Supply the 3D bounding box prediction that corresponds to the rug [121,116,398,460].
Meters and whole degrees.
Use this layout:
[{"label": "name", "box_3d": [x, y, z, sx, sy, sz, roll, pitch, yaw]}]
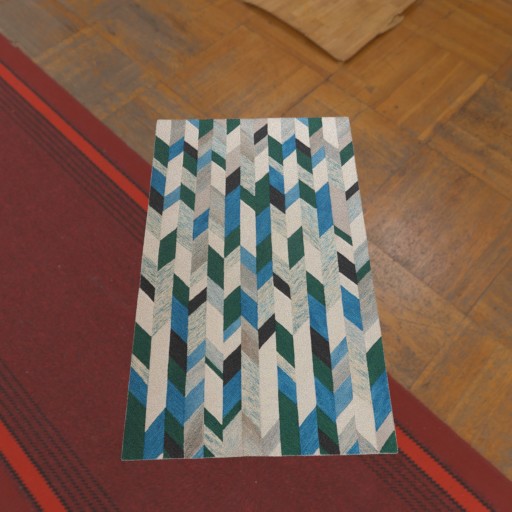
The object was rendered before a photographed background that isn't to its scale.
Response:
[{"label": "rug", "box_3d": [0.000, 0.000, 2.932, 1.507, 0.007, 2.433, -1, 63, 0]}]
